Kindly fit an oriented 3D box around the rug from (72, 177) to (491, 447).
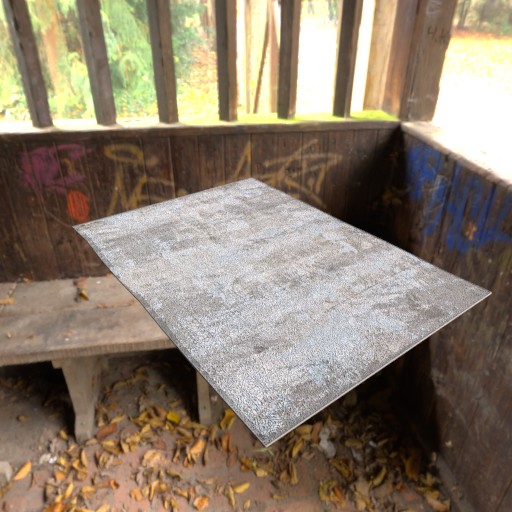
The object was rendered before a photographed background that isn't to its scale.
[{"bbox_3d":[0.000,0.000,4.169,2.393,0.013,3.307,-21,37,-31],"label":"rug"}]
